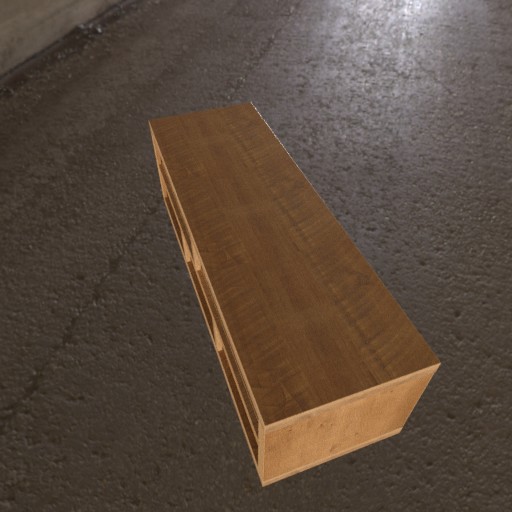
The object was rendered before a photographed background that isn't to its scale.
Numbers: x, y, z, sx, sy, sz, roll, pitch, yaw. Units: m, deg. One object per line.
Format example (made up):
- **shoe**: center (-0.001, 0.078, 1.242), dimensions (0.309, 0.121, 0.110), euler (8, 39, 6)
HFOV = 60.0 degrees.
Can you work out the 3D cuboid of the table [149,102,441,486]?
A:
- **table**: center (0.000, 0.000, 1.772), dimensions (0.499, 0.491, 1.499), euler (-15, 48, -14)
